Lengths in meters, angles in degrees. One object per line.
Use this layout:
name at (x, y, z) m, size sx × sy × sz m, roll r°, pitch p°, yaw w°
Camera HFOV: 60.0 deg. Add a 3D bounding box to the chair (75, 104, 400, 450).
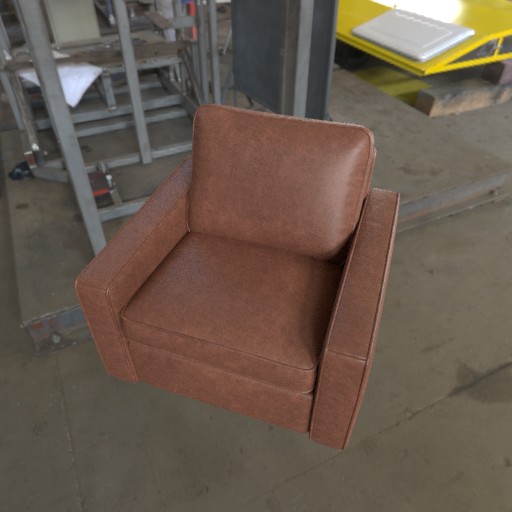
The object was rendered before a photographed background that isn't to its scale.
chair at (0.000, 0.000, 1.750) m, size 1.017 × 0.919 × 0.940 m, roll 13°, pitch 43°, yaw 14°
